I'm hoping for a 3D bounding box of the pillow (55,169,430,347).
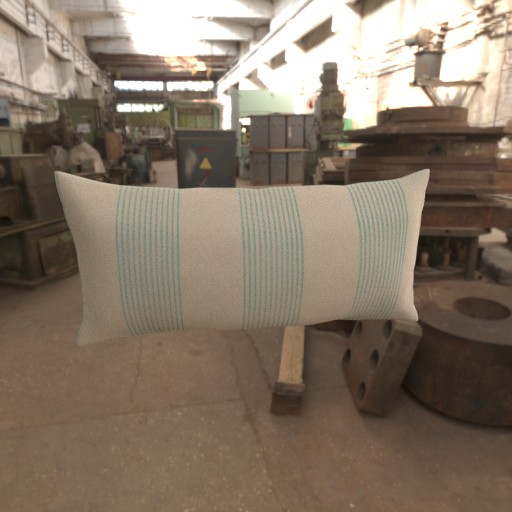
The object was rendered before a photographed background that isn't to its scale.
[{"bbox_3d":[0.000,0.000,0.743,0.610,0.287,0.151,-2,16,-9],"label":"pillow"}]
